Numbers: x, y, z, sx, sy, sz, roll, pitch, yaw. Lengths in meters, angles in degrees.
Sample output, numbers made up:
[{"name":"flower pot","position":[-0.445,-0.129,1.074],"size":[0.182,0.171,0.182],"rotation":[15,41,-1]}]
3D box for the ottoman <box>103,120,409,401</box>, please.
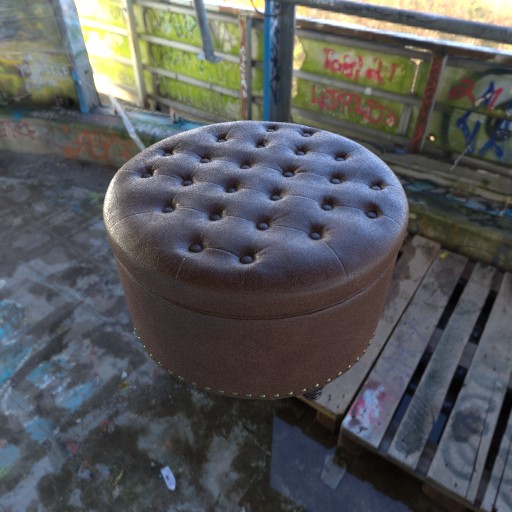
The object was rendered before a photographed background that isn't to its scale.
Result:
[{"name":"ottoman","position":[0.000,0.000,1.074],"size":[0.637,0.442,0.637],"rotation":[0,42,0]}]
